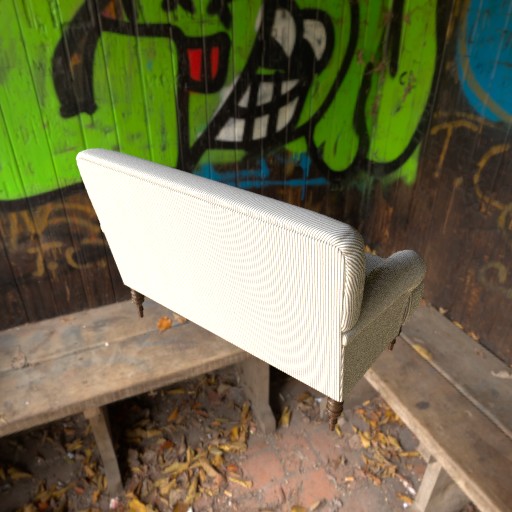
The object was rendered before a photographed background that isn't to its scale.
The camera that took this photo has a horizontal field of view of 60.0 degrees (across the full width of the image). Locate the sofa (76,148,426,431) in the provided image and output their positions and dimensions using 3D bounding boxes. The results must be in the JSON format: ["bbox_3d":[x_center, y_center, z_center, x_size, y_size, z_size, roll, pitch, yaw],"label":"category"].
[{"bbox_3d":[0.000,0.000,1.867,1.297,0.889,0.779,22,37,31],"label":"sofa"}]
